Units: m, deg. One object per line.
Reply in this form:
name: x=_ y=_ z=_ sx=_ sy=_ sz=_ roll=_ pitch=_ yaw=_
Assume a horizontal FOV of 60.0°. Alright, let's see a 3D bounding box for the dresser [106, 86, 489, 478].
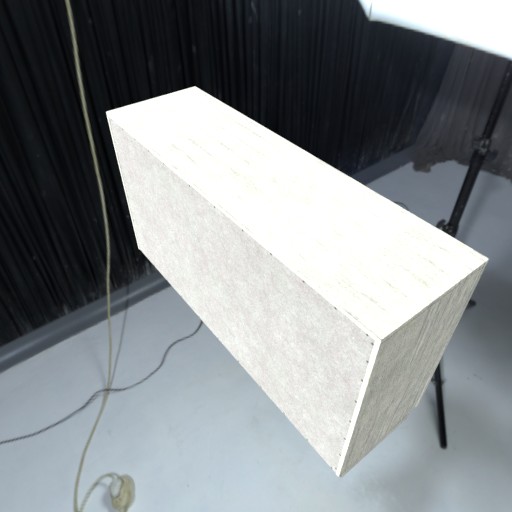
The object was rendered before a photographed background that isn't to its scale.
dresser: x=0.000 y=0.000 z=1.970 sx=0.483 sy=0.889 sz=1.628 roll=-28 pitch=49 yaw=-27
